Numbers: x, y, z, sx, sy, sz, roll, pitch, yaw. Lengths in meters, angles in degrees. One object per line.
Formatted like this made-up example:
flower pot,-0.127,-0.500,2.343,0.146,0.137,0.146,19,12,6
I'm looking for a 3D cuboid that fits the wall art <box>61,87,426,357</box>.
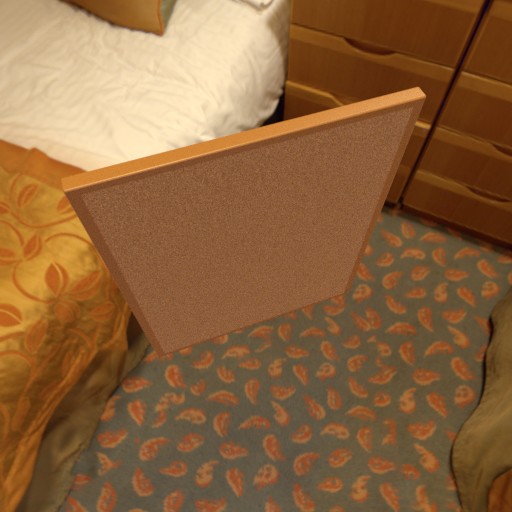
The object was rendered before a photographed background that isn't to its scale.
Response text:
wall art,0.000,0.000,0.521,0.310,0.379,0.015,-17,60,-10
